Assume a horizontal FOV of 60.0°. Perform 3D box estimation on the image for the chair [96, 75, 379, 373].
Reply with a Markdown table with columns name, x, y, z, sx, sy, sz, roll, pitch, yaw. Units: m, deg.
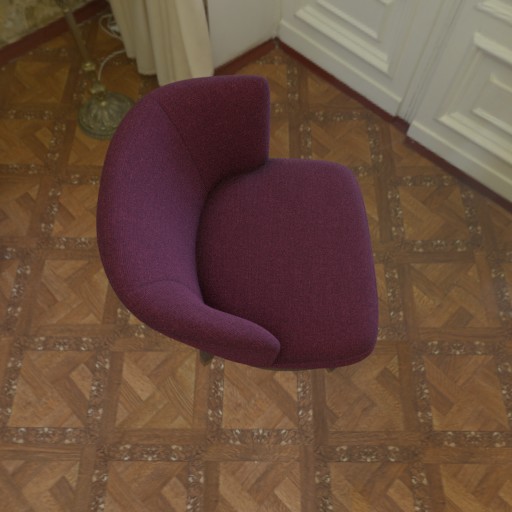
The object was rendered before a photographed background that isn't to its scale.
| name | x | y | z | sx | sy | sz | roll | pitch | yaw |
| --- | --- | --- | --- | --- | --- | --- | --- | --- | --- |
| chair | 0.000 | 0.000 | 1.271 | 0.660 | 0.760 | 0.700 | -1 | 65 | 0 |
